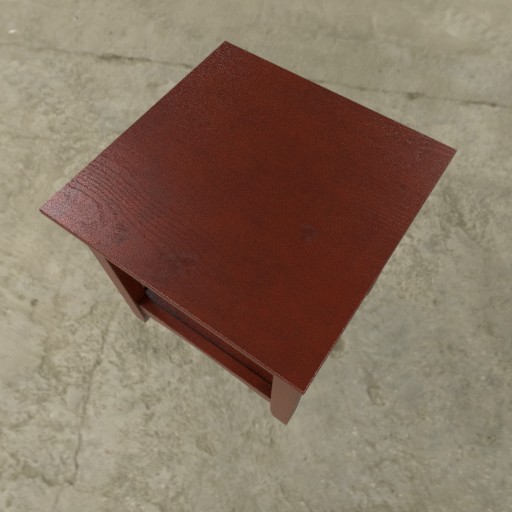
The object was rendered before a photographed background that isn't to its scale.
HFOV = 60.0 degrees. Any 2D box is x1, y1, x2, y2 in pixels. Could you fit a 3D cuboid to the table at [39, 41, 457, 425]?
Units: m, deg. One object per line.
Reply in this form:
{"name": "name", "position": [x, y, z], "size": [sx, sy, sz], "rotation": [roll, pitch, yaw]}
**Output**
{"name": "table", "position": [0.000, 0.000, 0.985], "size": [0.523, 0.558, 0.522], "rotation": [34, 67, 16]}
